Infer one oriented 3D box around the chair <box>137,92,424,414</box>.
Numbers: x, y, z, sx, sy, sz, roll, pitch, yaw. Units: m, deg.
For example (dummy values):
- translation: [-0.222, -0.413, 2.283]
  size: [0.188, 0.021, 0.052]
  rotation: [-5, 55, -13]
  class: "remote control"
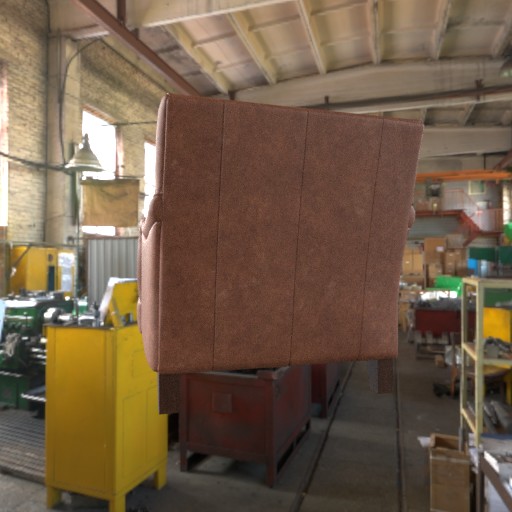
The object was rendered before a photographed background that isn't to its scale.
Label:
- translation: [0.000, 0.000, 1.936]
  size: [0.986, 1.055, 1.158]
  rotation: [0, -1, -16]
  class: "chair"
